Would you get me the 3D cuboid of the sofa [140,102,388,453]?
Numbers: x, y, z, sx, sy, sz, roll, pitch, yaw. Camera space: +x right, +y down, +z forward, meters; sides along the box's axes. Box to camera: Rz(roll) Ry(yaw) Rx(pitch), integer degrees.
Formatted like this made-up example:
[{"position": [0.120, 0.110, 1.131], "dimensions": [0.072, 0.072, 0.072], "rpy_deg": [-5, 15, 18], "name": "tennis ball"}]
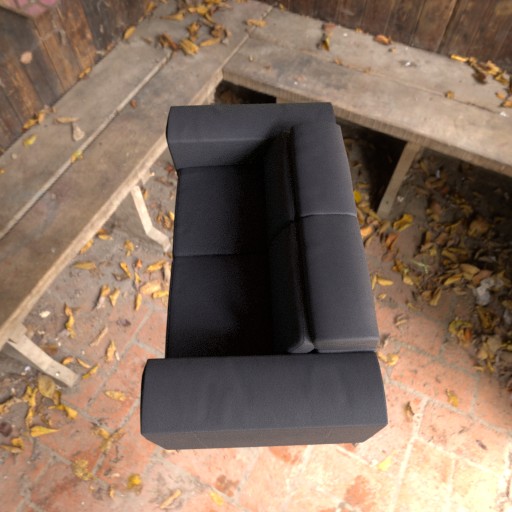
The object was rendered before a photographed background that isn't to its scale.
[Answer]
[{"position": [0.000, 0.000, 2.408], "dimensions": [1.003, 0.779, 1.895], "rpy_deg": [-2, 59, -1], "name": "sofa"}]
